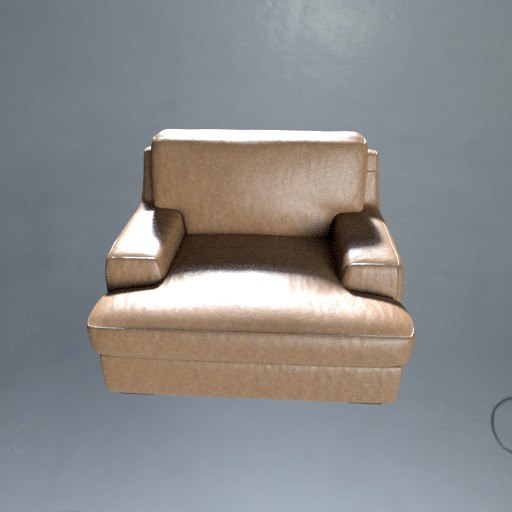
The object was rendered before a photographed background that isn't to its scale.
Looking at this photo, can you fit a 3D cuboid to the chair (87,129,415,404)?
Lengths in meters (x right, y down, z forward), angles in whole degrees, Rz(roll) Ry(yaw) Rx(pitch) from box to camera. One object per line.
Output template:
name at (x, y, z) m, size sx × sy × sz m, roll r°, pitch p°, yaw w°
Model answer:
chair at (0.000, 0.000, 2.039) m, size 1.276 × 0.978 × 1.050 m, roll 2°, pitch 30°, yaw 3°
